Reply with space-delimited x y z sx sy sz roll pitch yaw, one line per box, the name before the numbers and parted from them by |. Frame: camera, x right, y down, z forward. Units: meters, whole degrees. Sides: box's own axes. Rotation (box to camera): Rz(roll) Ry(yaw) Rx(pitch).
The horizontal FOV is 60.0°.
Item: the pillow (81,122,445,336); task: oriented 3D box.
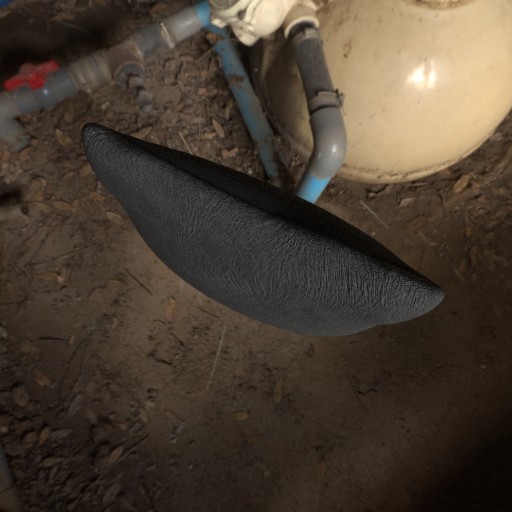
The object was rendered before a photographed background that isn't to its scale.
pillow | 0.000 0.000 0.806 0.533 0.523 0.210 25 79 5
